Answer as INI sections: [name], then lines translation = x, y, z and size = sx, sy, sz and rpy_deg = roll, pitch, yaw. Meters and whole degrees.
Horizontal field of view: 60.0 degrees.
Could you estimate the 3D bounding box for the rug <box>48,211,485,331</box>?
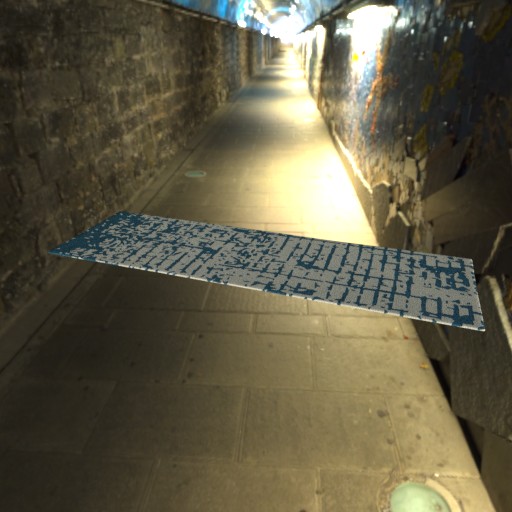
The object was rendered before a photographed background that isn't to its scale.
[rug]
translation = 0.000, 0.000, 2.660
size = 2.435, 0.011, 0.750
rpy_deg = 9, 28, 17
